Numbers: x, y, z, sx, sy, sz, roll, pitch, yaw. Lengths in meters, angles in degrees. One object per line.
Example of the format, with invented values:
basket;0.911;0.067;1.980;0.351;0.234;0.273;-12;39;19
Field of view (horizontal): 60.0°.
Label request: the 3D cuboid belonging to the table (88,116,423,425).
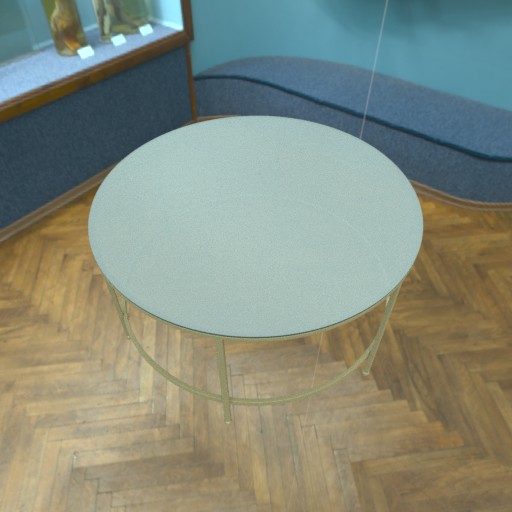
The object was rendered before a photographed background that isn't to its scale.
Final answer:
table;0.000;0.000;1.415;0.914;0.470;0.914;0;47;0
